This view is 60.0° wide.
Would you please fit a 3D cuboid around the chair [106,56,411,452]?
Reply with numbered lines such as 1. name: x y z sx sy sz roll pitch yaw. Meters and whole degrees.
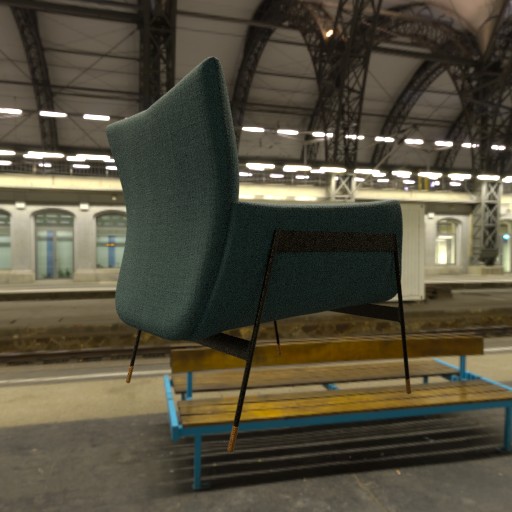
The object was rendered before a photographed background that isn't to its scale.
1. chair: 0.000 0.000 1.413 0.769 0.859 0.678 -1 1 -37
